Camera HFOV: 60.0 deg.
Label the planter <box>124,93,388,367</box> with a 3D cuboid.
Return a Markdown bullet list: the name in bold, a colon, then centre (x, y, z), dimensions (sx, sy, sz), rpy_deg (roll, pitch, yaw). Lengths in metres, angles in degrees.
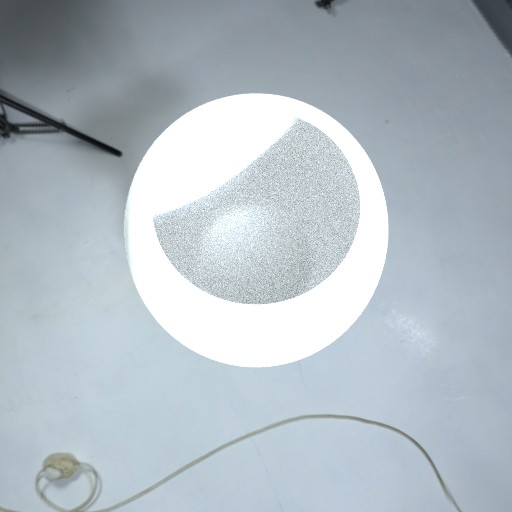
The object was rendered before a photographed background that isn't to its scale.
- **planter**: centre (0.000, 0.000, 0.331), dimensions (0.161, 0.224, 0.161), rpy_deg (0, 75, 0)
